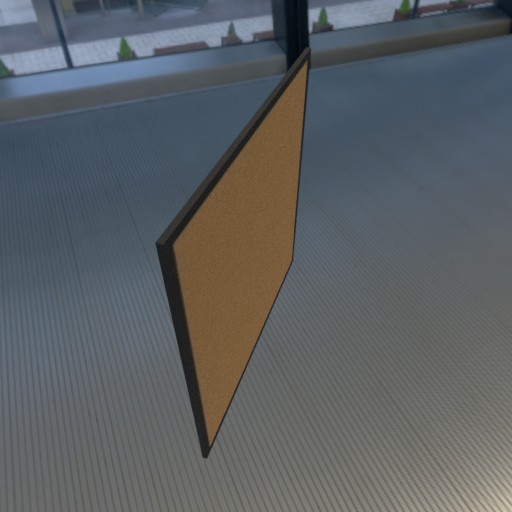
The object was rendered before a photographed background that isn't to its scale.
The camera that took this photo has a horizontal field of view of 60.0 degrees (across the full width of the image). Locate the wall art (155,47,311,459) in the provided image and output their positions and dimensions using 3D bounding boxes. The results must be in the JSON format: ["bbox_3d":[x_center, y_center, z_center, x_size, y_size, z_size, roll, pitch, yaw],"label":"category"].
[{"bbox_3d":[0.000,0.000,1.219,0.013,0.823,0.823,15,47,14],"label":"wall art"}]
